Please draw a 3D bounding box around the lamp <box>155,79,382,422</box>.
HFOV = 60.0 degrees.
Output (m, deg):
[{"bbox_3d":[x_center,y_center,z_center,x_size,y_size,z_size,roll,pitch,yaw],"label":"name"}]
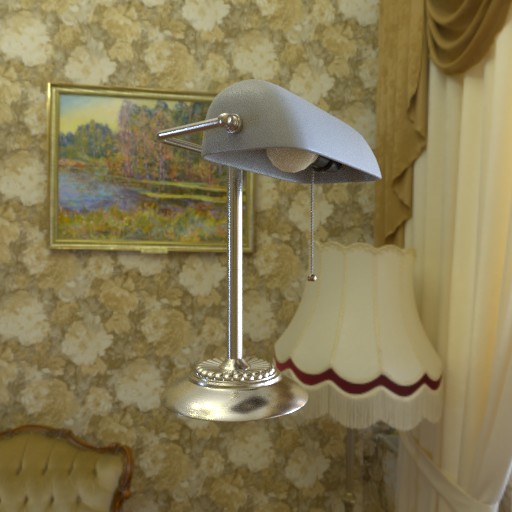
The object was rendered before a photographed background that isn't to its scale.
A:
[{"bbox_3d":[0.000,0.000,0.522,0.243,0.339,0.264,0,0,36],"label":"lamp"}]
